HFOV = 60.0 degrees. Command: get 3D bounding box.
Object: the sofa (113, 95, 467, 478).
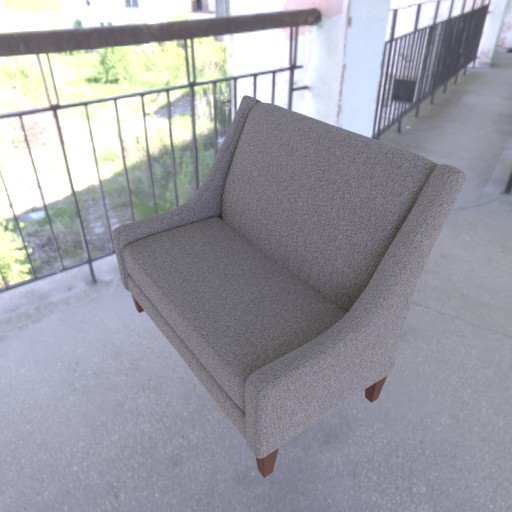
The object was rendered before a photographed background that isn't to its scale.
[{"bbox_3d":[0.000,0.000,1.920,0.862,1.026,1.242,-21,39,-29],"label":"sofa"}]
